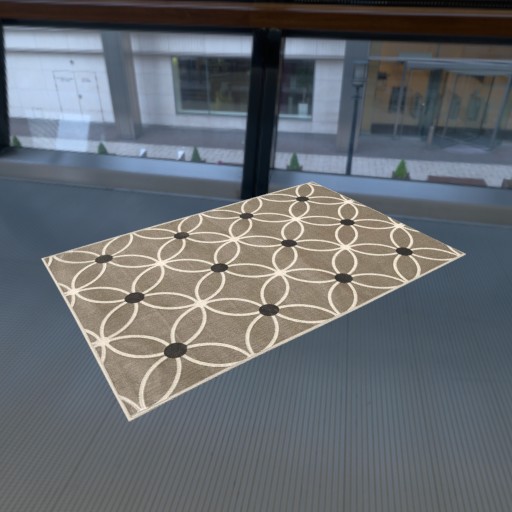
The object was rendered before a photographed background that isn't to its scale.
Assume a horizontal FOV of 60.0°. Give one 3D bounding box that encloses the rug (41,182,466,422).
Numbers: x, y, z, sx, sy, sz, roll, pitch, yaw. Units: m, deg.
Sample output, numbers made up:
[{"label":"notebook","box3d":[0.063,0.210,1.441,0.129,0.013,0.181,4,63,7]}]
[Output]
[{"label":"rug","box3d":[0.000,0.000,2.853,2.284,0.008,1.522,-20,37,-29]}]
